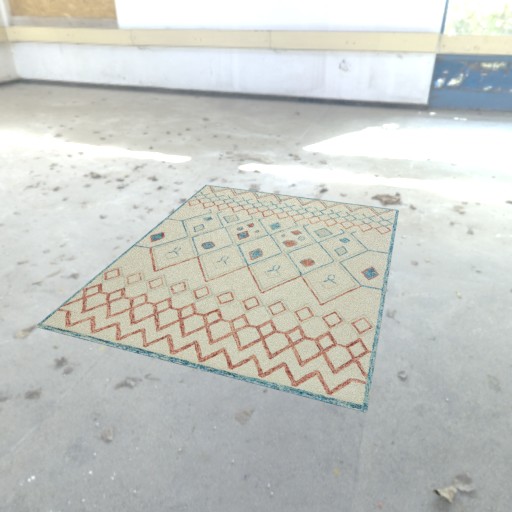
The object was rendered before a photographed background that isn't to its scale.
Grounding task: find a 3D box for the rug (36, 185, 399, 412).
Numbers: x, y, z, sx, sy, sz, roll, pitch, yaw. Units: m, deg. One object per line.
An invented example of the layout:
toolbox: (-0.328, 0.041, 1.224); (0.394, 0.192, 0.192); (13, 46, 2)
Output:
rug: (0.000, 0.000, 4.215); (2.441, 0.016, 3.050); (10, 32, 16)
